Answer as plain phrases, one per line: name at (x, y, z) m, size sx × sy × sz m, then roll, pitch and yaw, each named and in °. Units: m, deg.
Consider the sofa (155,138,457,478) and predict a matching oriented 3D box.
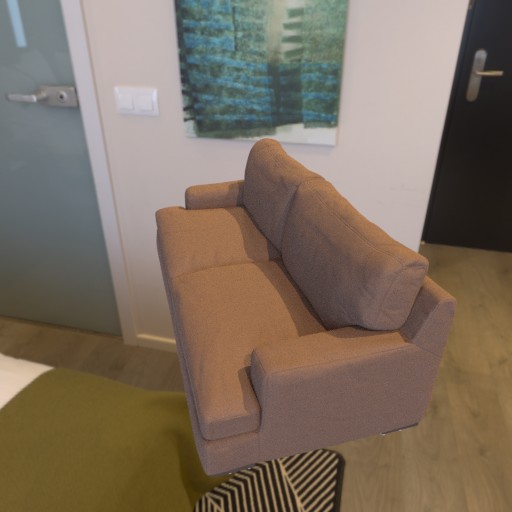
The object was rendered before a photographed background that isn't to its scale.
sofa at (0.000, 0.000, 2.799) m, size 1.140 × 0.950 × 2.274 m, roll -8°, pitch 30°, yaw -14°
